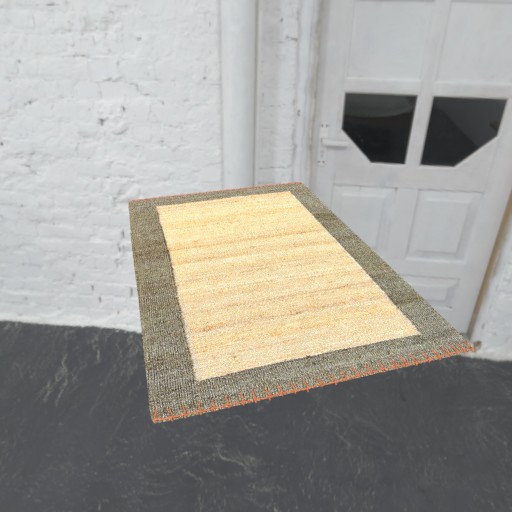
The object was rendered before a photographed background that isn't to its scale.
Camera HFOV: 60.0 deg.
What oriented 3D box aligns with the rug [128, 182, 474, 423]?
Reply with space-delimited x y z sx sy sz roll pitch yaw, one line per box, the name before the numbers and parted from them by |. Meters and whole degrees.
rug | 0.000 0.000 2.286 1.220 0.019 1.838 -8 32 -14
